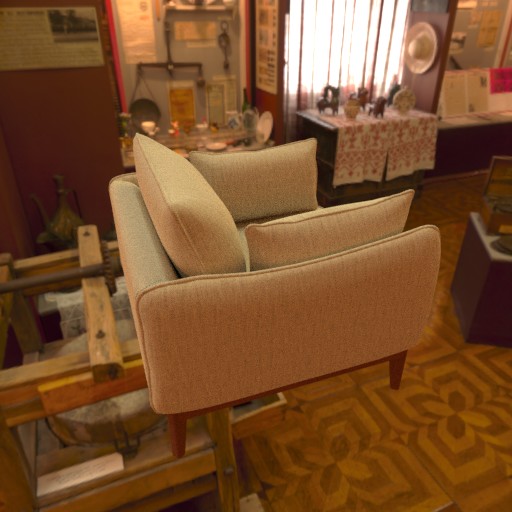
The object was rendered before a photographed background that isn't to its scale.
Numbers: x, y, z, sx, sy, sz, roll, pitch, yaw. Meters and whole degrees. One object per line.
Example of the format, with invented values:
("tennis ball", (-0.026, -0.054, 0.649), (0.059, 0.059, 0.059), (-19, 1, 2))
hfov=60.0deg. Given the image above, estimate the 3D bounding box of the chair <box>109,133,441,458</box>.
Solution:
("chair", (0.000, 0.000, 1.732), (0.991, 0.855, 0.994), (-10, 31, -18))
